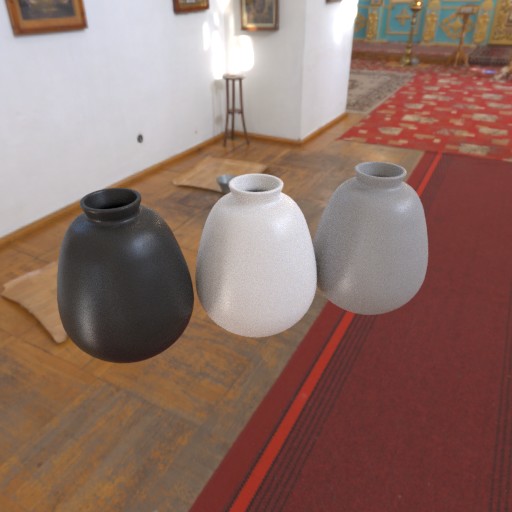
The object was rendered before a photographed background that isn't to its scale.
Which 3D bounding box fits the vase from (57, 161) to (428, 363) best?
[{"bbox_3d":[0.000,0.000,0.348,0.297,0.122,0.097,-9,32,-14],"label":"vase"}]
